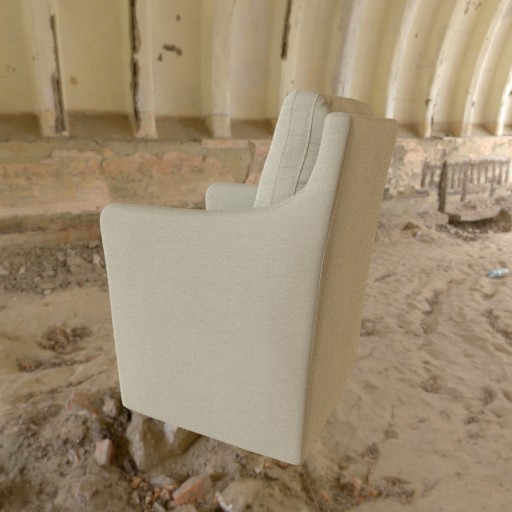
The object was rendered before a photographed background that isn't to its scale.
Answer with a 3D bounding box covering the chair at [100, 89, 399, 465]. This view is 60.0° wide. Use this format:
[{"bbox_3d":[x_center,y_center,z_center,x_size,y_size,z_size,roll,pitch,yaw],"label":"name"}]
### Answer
[{"bbox_3d":[0.000,0.000,1.355,0.694,0.914,0.626,8,18,25],"label":"chair"}]
